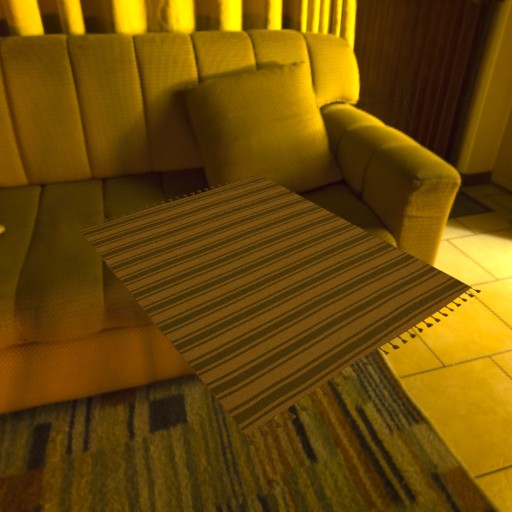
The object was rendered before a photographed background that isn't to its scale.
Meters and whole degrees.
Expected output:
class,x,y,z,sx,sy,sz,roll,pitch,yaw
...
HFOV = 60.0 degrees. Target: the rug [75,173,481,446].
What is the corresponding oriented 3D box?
class,x,y,z,sx,sy,sz,roll,pitch,yaw
rug,0.000,0.000,4.235,2.439,0.005,3.201,-22,39,-30
